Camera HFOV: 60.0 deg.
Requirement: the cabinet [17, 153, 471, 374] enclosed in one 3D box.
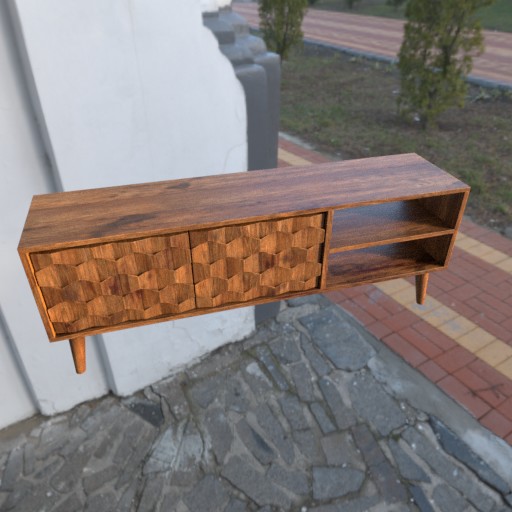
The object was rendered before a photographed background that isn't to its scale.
[{"bbox_3d":[0.000,0.000,1.653,1.448,0.528,0.349,-9,34,-13],"label":"cabinet"}]
